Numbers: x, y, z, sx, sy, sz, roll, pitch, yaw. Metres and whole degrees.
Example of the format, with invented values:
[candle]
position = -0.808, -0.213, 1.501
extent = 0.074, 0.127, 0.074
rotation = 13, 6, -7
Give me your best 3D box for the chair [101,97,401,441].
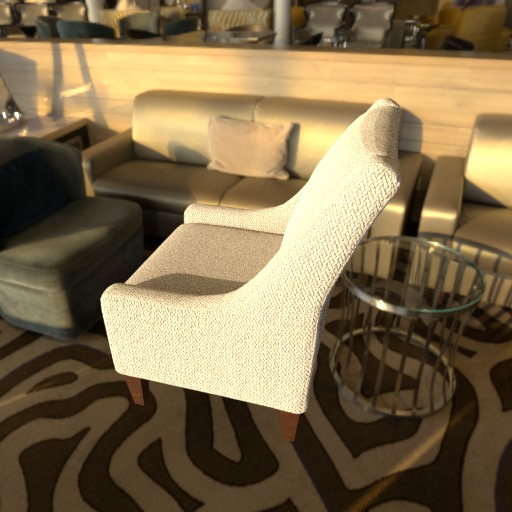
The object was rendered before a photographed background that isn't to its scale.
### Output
[chair]
position = 0.000, 0.000, 1.614
extent = 0.870, 1.014, 0.774
rotation = 8, 32, 13
